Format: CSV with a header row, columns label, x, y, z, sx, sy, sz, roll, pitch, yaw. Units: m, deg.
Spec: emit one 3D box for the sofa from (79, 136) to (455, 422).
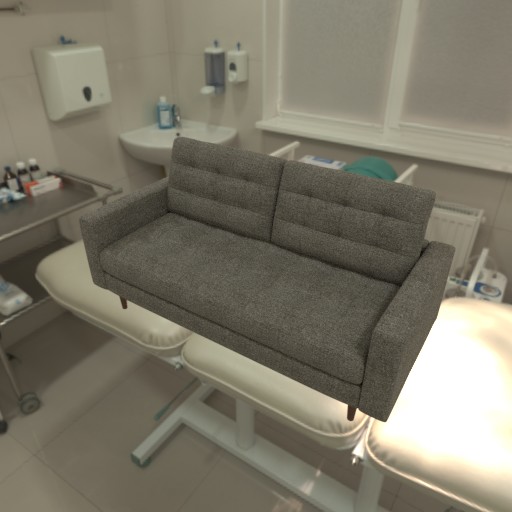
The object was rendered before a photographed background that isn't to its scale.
label,x,y,z,sx,sy,sz,roll,pitch,yaw
sofa,0.000,0.000,2.389,1.821,0.902,0.863,19,36,28
